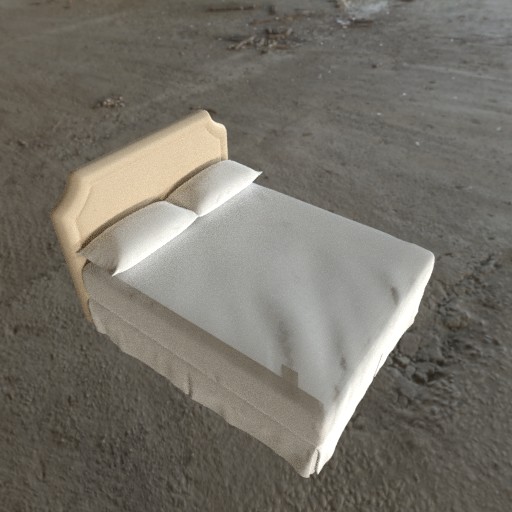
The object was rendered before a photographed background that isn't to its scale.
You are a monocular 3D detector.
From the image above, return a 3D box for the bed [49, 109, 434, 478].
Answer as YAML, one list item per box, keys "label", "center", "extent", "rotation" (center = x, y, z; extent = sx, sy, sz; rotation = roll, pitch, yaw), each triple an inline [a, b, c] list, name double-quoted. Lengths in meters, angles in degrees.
- label: "bed"
  center: [0.000, 0.000, 3.839]
  extent: [2.548, 1.524, 2.134]
  rotation: [25, 46, 27]
